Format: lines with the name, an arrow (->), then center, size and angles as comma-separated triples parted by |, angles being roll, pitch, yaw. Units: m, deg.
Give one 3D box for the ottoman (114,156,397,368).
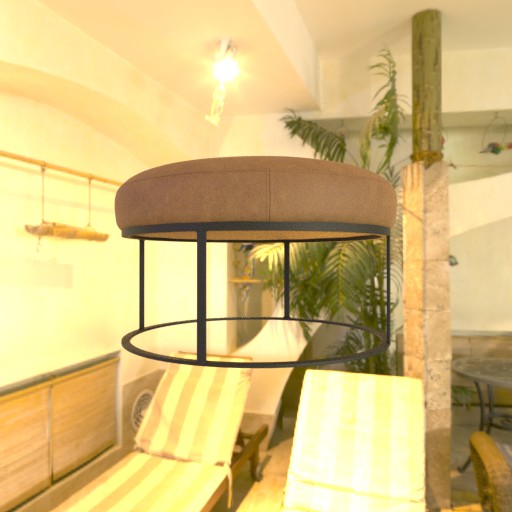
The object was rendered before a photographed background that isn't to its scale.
ottoman -> 0.000, 0.000, 1.267 | 0.771, 0.460, 0.771 | 0, 0, 0
